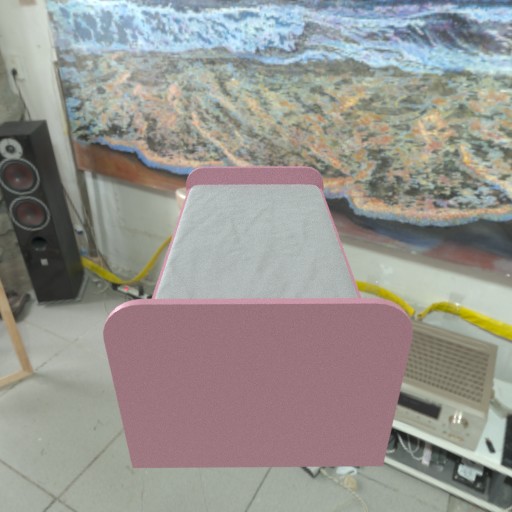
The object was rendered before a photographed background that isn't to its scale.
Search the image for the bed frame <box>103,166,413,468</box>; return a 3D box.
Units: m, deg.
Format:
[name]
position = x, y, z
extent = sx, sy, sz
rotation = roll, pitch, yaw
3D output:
[bed frame]
position = 0.000, 0.000, 2.411
extent = 0.998, 0.805, 1.963
rotation = 0, 30, 0
